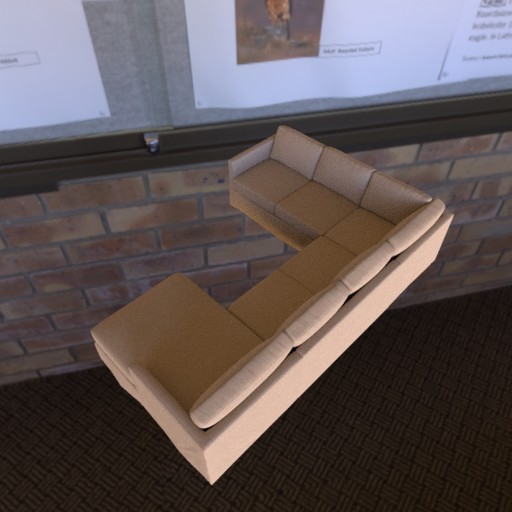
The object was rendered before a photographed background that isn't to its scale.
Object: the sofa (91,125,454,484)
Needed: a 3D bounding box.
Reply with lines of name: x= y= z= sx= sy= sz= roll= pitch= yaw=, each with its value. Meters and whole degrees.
sofa: x=0.000 y=0.000 z=4.550 sx=2.427 sy=0.882 sz=3.460 roll=36 pitch=56 yaw=29
